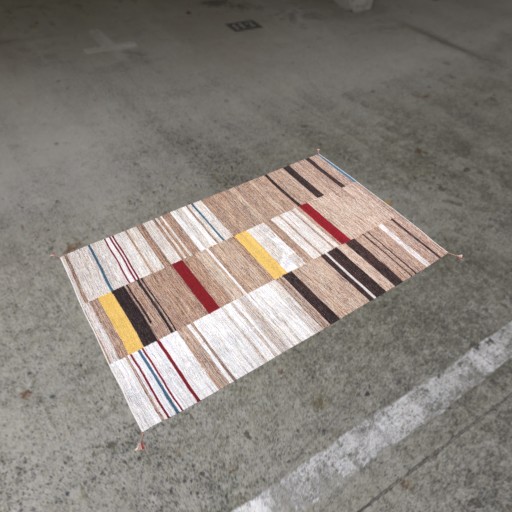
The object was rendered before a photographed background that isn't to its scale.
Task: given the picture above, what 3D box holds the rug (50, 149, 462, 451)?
[{"bbox_3d":[0.000,0.000,2.427,1.918,0.007,1.268,-25,52,-22],"label":"rug"}]
